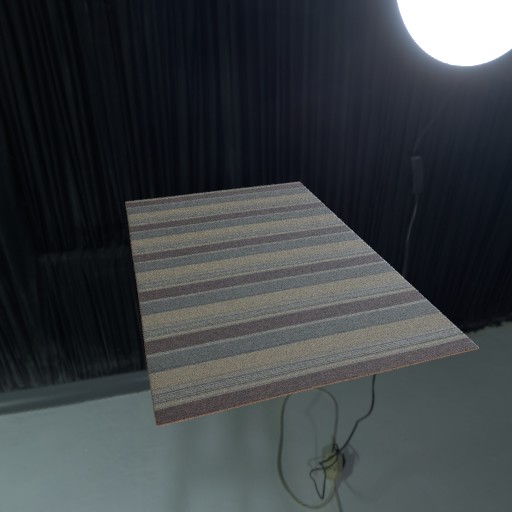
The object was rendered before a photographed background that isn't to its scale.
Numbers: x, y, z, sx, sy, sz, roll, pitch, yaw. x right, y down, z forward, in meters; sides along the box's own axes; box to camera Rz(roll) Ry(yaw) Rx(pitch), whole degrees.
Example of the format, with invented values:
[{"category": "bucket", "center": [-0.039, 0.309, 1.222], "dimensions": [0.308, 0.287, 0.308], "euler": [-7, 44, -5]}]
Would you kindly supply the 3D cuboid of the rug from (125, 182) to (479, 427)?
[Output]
[{"category": "rug", "center": [0.000, 0.000, 2.288], "dimensions": [1.219, 0.008, 1.829], "euler": [-9, 32, -15]}]
